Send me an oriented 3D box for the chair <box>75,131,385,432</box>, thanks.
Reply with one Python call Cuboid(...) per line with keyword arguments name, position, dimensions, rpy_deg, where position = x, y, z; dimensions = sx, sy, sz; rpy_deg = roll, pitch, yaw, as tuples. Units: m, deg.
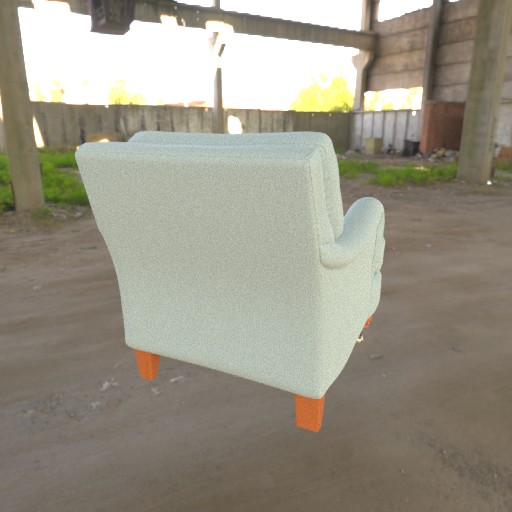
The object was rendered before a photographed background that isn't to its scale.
Cuboid(name="chair", position=(0.000, 0.000, 1.909), dimensions=(0.955, 1.038, 1.070), rpy_deg=(8, 18, 26))
